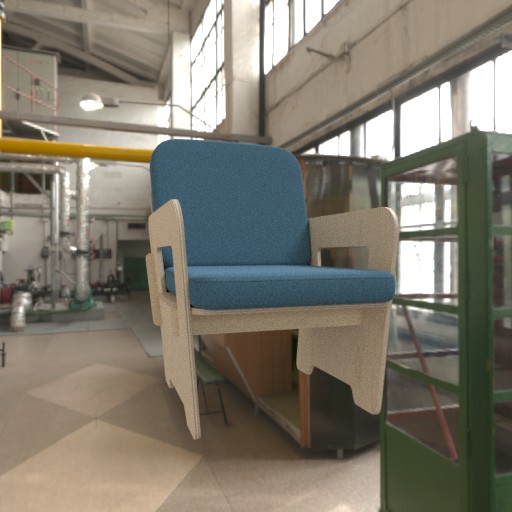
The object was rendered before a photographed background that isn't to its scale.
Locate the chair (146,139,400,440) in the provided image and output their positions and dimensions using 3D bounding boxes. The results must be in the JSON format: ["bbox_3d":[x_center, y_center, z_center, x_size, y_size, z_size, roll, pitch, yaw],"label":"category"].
[{"bbox_3d":[0.000,0.000,1.206,0.547,0.747,0.657,0,1,-19],"label":"chair"}]
